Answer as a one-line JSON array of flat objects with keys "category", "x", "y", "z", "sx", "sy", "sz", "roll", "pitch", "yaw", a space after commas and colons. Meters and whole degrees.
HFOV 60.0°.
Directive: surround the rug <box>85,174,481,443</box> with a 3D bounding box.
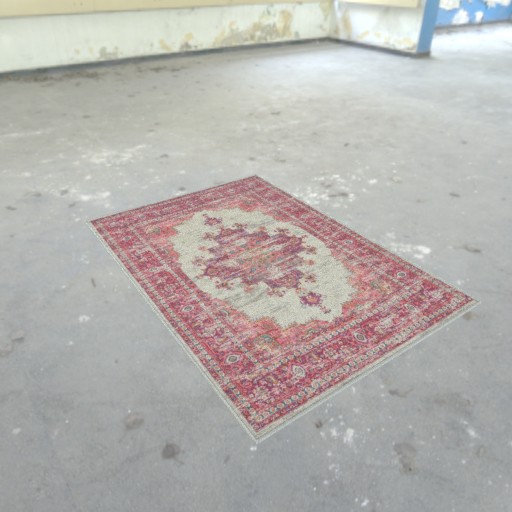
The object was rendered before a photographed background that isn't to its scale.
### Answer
[{"category": "rug", "x": 0.000, "y": 0.000, "z": 2.265, "sx": 1.217, "sy": 0.011, "sz": 1.747, "roll": -21, "pitch": 39, "yaw": -29}]
